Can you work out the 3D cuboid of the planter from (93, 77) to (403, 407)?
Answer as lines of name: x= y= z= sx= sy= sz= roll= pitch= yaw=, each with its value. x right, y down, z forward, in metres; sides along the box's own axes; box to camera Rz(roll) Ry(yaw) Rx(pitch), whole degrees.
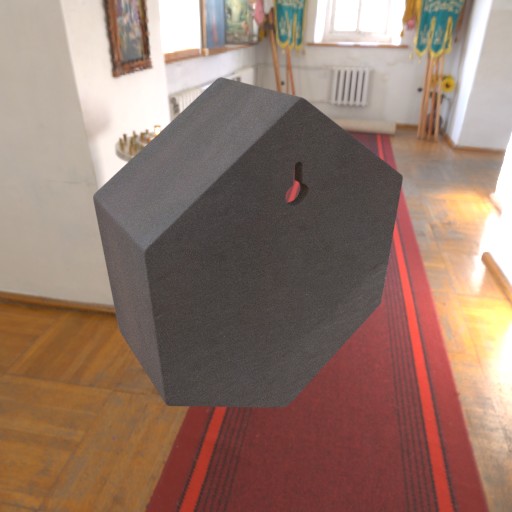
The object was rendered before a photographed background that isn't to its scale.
planter: x=0.000 y=0.000 z=0.285 sx=0.169 sy=0.206 sz=0.077 roll=-19 pitch=35 yaw=-29
